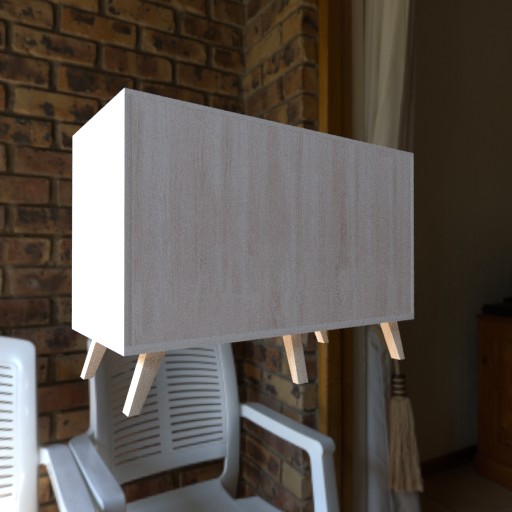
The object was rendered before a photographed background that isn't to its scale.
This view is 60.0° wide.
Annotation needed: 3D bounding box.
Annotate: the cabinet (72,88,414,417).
[{"bbox_3d":[0.000,0.000,1.560,1.110,0.780,0.500,0,0,-35],"label":"cabinet"}]
